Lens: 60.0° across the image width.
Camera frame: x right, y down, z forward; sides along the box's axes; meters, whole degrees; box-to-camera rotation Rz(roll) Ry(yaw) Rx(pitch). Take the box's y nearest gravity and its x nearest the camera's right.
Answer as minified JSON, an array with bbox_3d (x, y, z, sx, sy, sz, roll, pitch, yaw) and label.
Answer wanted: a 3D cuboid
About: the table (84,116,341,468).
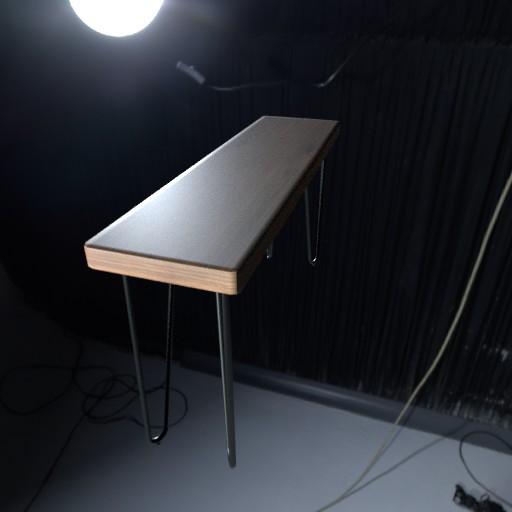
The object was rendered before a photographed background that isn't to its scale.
[{"bbox_3d":[0.000,0.000,1.915,0.425,0.834,1.570,9,31,16],"label":"table"}]
